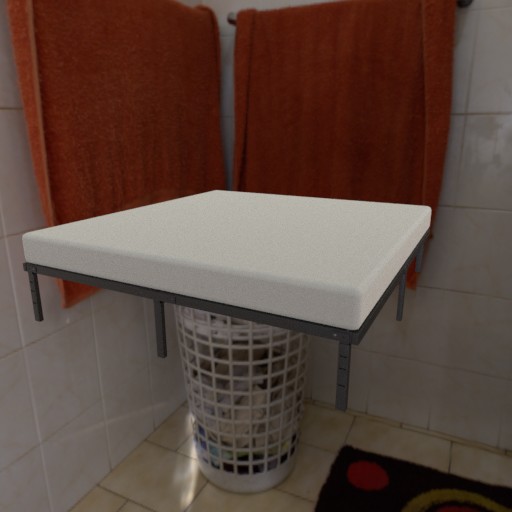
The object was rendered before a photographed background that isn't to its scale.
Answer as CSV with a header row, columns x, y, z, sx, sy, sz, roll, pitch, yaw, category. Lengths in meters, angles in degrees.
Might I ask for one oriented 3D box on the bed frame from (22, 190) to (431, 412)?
x,y,z,sx,sy,sz,roll,pitch,yaw,category
0.000,0.000,3.855,2.526,0.680,2.635,8,18,27,bed frame
